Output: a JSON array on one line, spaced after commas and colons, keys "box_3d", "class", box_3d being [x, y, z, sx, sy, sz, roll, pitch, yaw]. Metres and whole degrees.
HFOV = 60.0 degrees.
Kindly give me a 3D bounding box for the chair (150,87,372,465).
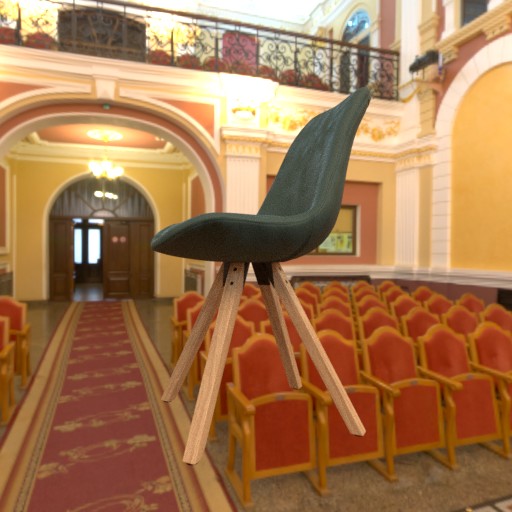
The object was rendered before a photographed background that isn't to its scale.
[{"box_3d": [0.000, 0.000, 1.185, 0.547, 0.865, 0.483, 0, 1, -19], "class": "chair"}]
